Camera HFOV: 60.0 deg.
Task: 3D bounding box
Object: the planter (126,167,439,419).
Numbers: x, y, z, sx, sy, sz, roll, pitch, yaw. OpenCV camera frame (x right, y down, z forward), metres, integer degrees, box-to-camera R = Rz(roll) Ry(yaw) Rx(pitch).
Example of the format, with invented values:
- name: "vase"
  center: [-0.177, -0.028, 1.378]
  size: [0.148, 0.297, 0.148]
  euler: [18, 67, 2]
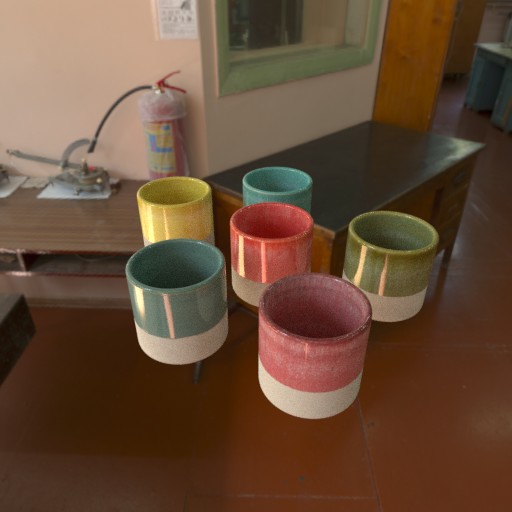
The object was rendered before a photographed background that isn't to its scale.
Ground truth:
- name: "planter"
  center: [0.000, 0.000, 0.415]
  size: [0.286, 0.075, 0.257]
  euler: [21, 38, 30]
